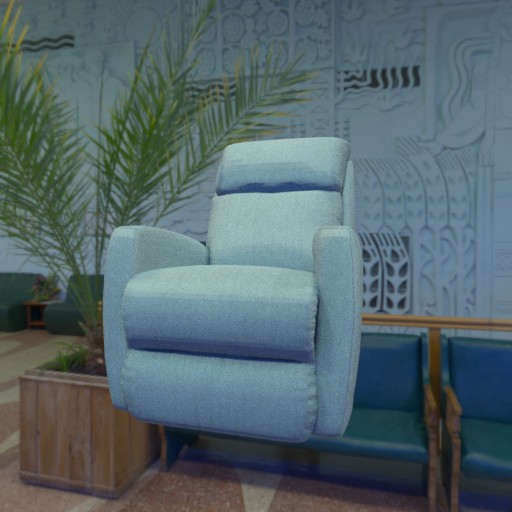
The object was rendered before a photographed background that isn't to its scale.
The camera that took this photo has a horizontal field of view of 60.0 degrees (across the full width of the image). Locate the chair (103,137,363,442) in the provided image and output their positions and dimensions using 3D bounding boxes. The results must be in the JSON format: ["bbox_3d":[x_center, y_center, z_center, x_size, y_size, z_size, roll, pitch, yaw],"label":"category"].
[{"bbox_3d":[0.000,0.000,1.656,0.812,1.013,0.940,1,2,17],"label":"chair"}]
